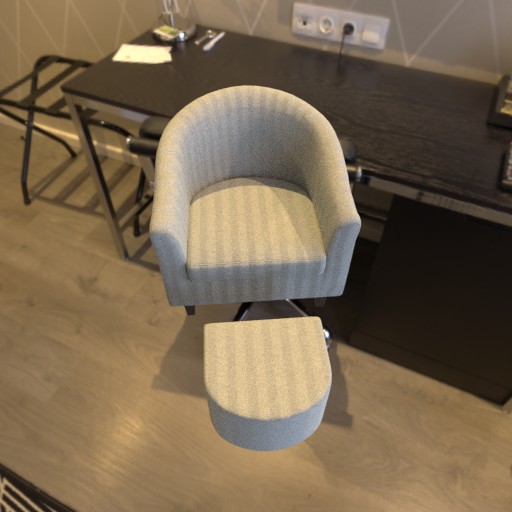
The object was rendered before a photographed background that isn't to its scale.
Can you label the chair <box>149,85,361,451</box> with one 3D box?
[{"bbox_3d":[0.000,0.000,1.727,0.756,0.757,1.288,-3,48,-3],"label":"chair"}]
